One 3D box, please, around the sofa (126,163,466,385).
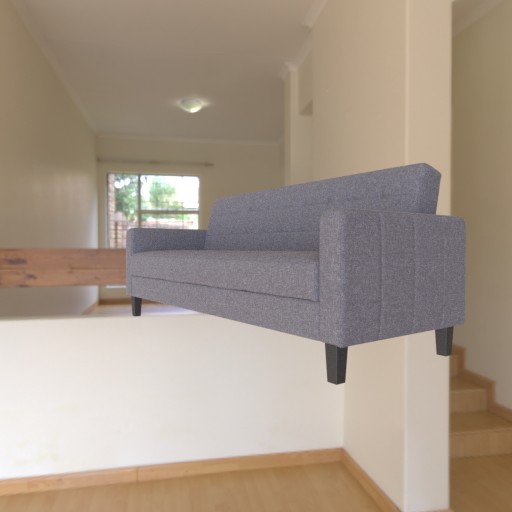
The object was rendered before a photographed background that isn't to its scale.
[{"bbox_3d":[0.000,0.000,2.503,0.810,0.850,2.040,-1,1,-36],"label":"sofa"}]
